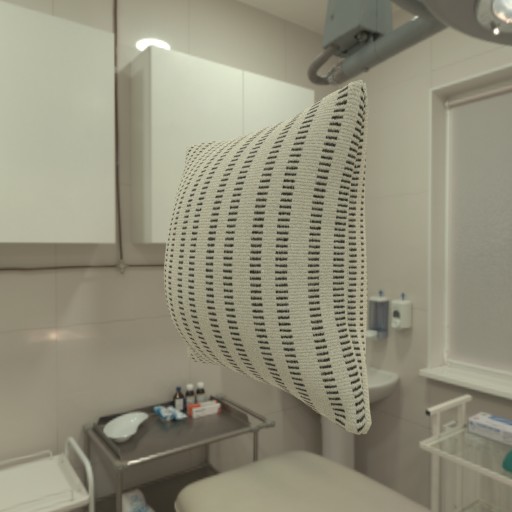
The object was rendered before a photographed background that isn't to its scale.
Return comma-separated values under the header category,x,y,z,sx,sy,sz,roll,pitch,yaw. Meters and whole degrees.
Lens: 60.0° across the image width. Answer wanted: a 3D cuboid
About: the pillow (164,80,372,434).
category,x,y,z,sx,sy,sz,roll,pitch,yaw
pillow,0.000,0.000,0.691,0.247,0.419,0.438,-1,2,-36
